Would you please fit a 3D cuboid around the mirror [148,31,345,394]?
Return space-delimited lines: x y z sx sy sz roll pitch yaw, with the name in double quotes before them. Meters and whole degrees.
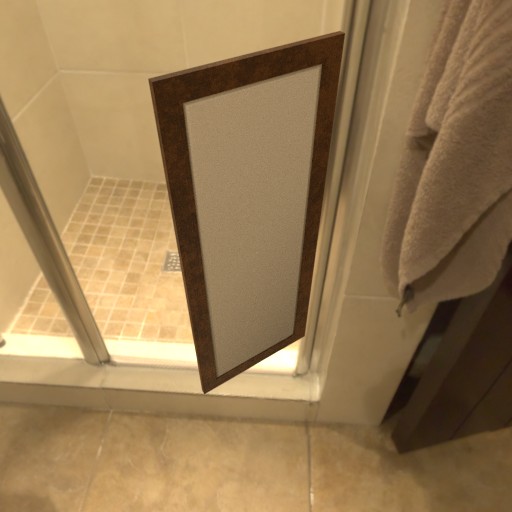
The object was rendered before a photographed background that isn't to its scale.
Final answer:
"mirror" 0.000 0.000 2.295 0.812 2.031 0.032 -25 50 -23
